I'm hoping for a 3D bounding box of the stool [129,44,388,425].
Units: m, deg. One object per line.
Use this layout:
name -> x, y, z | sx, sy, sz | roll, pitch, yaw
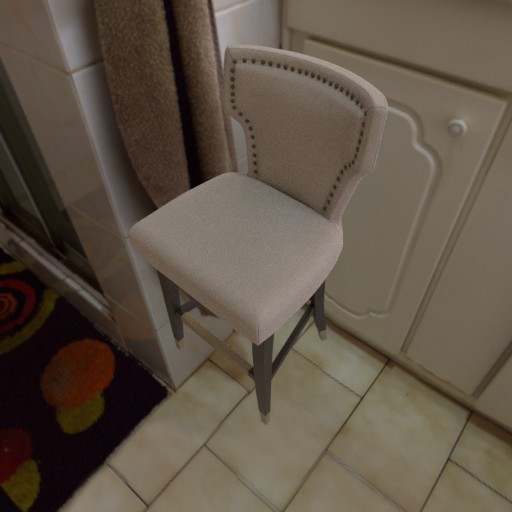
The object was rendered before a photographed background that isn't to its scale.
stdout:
stool -> 0.000, 0.000, 1.417 | 0.526, 1.092, 0.563 | 33, 55, 27
